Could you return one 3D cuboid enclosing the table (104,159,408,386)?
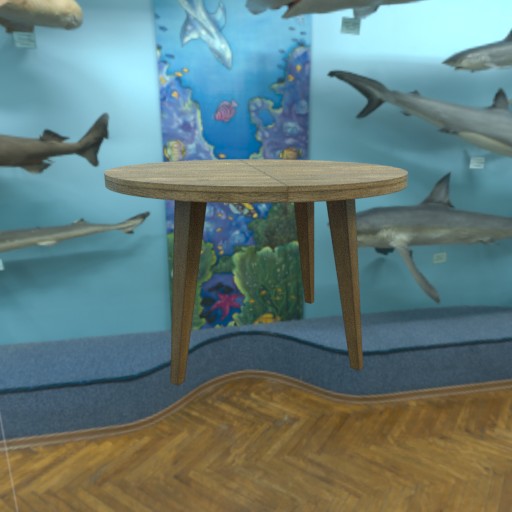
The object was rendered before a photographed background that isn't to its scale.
[{"bbox_3d":[0.000,0.000,1.968,1.213,0.764,1.213,0,16,0],"label":"table"}]
